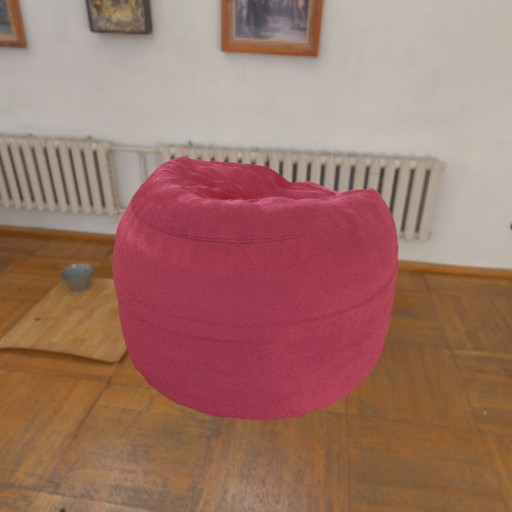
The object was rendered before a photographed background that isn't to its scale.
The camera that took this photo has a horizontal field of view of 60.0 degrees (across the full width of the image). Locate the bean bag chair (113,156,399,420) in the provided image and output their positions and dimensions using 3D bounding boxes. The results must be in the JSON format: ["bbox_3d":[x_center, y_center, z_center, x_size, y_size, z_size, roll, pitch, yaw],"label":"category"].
[{"bbox_3d":[0.000,0.000,1.971,1.218,0.788,1.218,0,27,0],"label":"bean bag chair"}]
